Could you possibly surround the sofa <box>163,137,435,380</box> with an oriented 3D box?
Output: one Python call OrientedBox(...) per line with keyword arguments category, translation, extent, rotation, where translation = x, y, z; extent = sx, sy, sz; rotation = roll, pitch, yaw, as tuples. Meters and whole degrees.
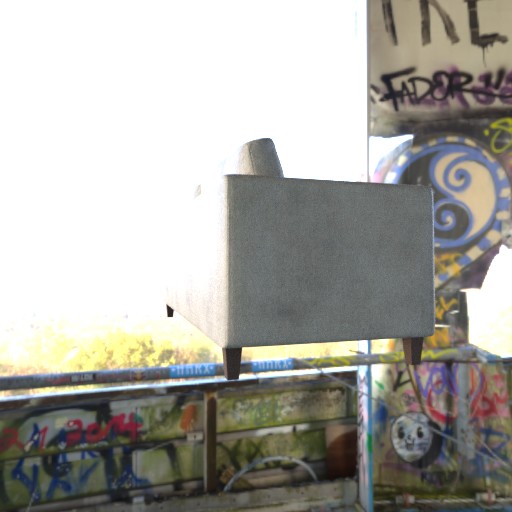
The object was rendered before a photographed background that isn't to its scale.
OrientedBox(category="sofa", translation=(0.000, 0.000, 2.764), extent=(0.951, 0.965, 2.208), rotation=(0, -1, -18))
